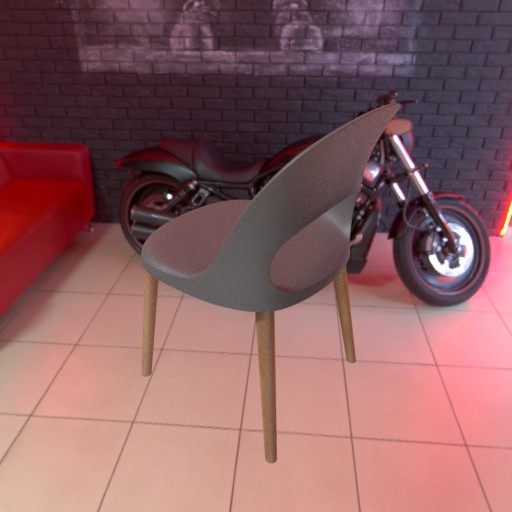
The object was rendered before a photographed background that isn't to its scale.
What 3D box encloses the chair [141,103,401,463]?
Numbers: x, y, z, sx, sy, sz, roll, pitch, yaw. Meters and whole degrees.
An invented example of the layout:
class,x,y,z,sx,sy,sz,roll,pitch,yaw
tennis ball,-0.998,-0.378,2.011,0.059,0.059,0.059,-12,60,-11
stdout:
class,x,y,z,sx,sy,sz,roll,pitch,yaw
chair,0.000,0.000,1.127,0.556,0.795,0.470,21,36,32
